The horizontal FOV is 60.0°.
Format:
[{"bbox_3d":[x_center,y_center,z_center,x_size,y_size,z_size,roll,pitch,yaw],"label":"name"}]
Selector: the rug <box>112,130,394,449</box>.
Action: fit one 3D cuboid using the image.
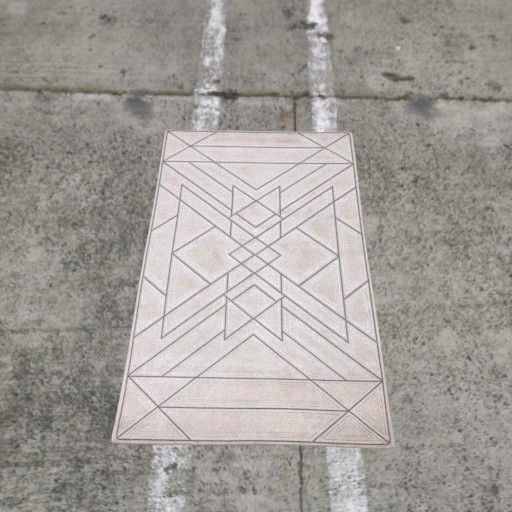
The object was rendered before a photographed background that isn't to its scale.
[{"bbox_3d":[0.000,0.000,3.085,1.575,0.023,2.459,1,59,1],"label":"rug"}]
